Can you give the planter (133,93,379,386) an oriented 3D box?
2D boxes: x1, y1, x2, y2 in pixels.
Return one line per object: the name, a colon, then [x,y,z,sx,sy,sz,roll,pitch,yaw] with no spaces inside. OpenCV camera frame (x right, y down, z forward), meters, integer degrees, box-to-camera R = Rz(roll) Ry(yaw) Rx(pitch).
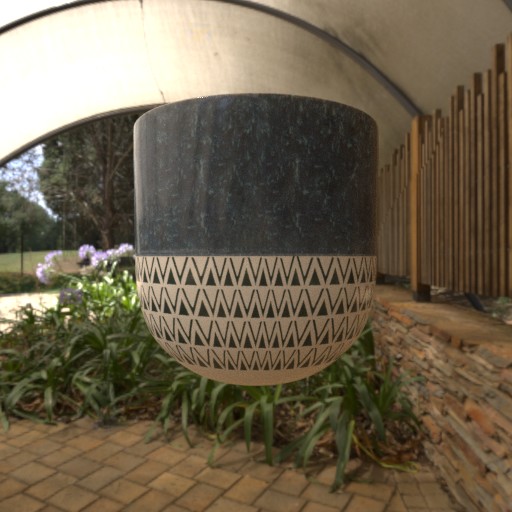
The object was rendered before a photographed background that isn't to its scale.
planter: [0.000,0.000,0.498,0.266,0.270,0.266,0,0,0]
